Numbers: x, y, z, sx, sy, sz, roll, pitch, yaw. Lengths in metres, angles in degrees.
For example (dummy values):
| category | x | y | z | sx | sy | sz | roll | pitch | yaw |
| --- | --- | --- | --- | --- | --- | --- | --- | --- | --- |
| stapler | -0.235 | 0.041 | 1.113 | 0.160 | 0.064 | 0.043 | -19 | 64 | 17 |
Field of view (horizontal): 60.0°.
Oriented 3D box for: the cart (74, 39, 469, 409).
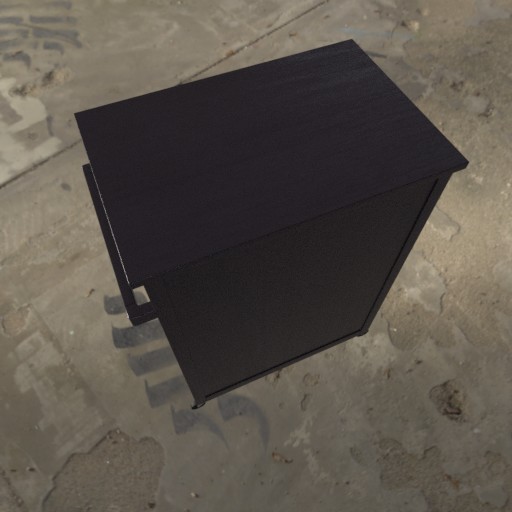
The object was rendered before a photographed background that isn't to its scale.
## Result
| category | x | y | z | sx | sy | sz | roll | pitch | yaw |
| --- | --- | --- | --- | --- | --- | --- | --- | --- | --- |
| cart | 0.000 | 0.000 | 1.244 | 0.690 | 0.878 | 0.449 | -20 | 60 | -12 |
